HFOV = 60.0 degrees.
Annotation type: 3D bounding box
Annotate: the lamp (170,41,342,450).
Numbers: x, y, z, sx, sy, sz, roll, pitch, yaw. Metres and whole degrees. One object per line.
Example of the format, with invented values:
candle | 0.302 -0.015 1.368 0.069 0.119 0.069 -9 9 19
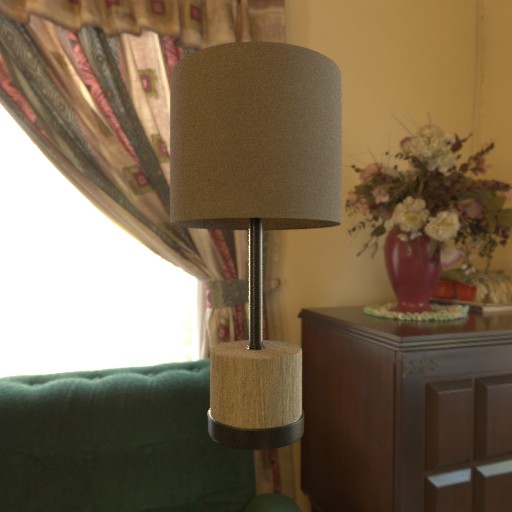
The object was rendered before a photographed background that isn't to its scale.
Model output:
lamp | 0.000 0.000 0.598 0.229 0.470 0.229 0 0 -36
